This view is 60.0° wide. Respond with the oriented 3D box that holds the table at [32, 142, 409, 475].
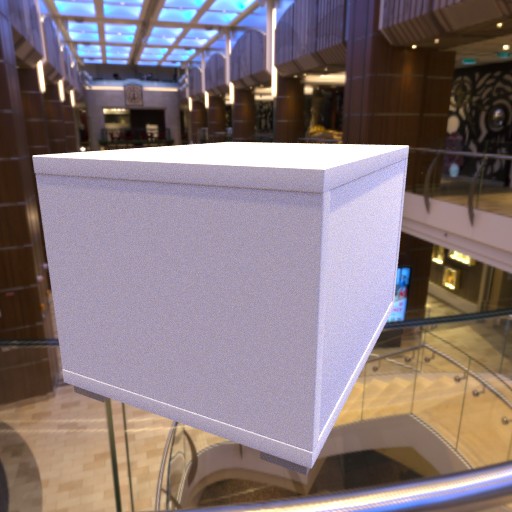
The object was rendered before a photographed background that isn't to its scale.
[{"bbox_3d":[0.000,0.000,0.766,0.399,0.357,0.517,8,18,25],"label":"table"}]
